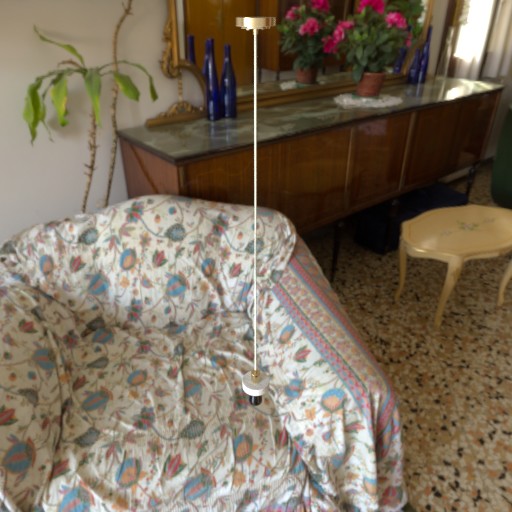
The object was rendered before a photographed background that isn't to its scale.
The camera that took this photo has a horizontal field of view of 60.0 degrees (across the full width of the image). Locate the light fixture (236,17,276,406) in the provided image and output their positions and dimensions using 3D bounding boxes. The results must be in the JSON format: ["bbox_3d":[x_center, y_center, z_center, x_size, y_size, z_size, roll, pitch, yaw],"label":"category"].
[{"bbox_3d":[0.000,0.000,1.760,0.129,1.669,0.129,7,31,13],"label":"light fixture"}]
